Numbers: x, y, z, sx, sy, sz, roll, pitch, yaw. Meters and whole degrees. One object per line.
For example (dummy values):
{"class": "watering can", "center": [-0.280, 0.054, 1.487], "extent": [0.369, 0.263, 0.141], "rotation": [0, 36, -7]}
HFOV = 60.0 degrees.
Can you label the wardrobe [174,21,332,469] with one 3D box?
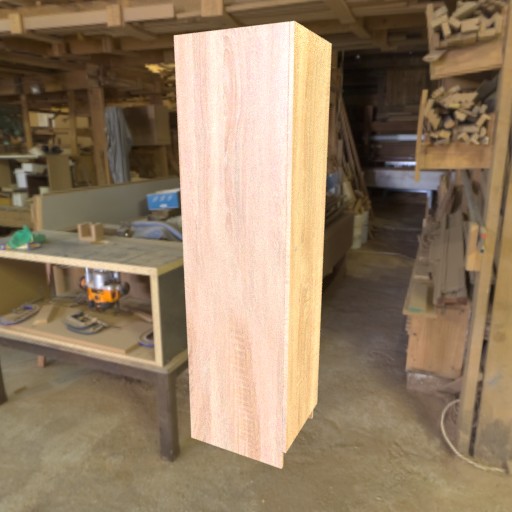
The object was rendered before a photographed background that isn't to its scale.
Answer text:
{"class": "wardrobe", "center": [0.000, 0.000, 2.370], "extent": [0.588, 2.117, 0.496], "rotation": [7, 17, 25]}
